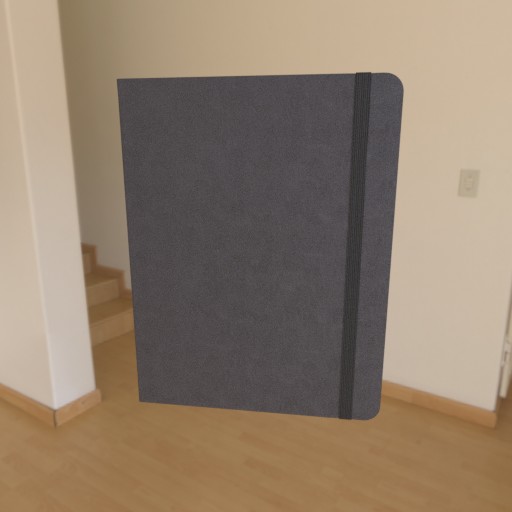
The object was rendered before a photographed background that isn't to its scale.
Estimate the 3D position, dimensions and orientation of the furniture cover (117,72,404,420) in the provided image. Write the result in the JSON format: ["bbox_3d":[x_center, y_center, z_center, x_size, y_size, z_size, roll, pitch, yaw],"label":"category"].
[{"bbox_3d":[0.000,0.000,0.371,0.216,0.281,0.023,2,14,8],"label":"furniture cover"}]
